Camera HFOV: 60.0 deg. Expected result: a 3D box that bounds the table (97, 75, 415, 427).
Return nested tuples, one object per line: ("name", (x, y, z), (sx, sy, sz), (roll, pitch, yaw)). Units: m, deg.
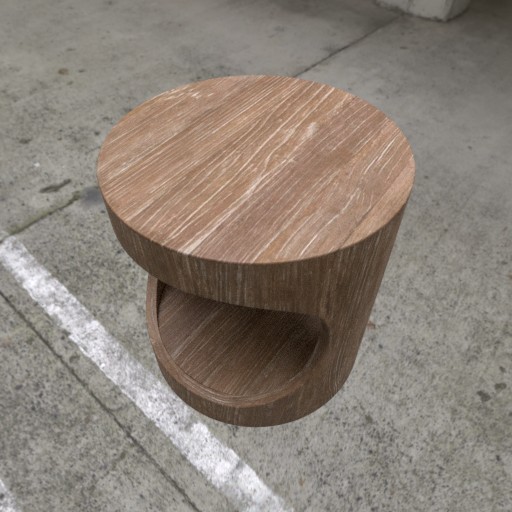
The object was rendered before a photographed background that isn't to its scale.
("table", (0.000, 0.000, 0.956), (0.527, 0.551, 0.527), (0, 48, 0))
